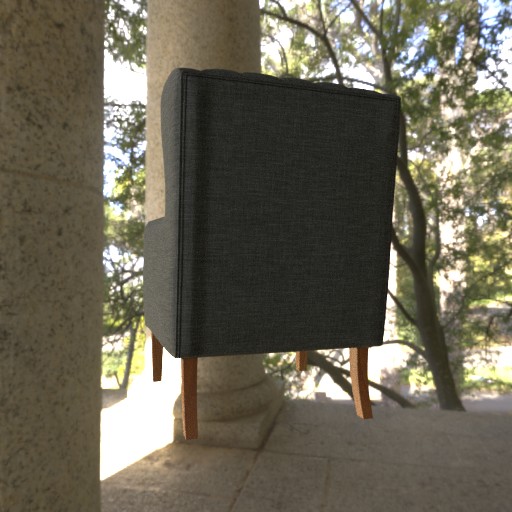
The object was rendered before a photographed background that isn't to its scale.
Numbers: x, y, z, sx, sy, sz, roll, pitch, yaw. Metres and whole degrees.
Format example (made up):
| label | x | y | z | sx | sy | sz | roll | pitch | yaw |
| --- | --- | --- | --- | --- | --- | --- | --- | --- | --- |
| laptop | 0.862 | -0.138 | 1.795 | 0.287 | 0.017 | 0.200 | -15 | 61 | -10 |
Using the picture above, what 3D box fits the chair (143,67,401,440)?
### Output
| label | x | y | z | sx | sy | sz | roll | pitch | yaw |
| --- | --- | --- | --- | --- | --- | --- | --- | --- | --- |
| chair | 0.000 | 0.000 | 1.495 | 0.711 | 0.953 | 0.775 | 0 | -1 | -17 |
